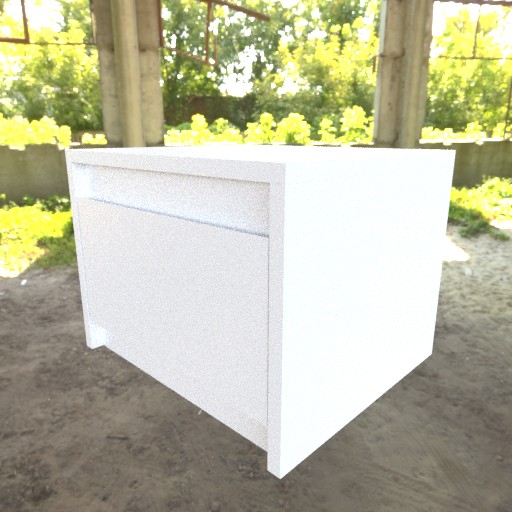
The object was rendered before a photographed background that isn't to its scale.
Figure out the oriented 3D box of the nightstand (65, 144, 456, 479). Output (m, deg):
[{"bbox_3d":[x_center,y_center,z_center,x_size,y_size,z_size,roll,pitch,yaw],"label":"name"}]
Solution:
[{"bbox_3d":[0.000,0.000,0.752,0.470,0.351,0.408,15,21,42],"label":"nightstand"}]
